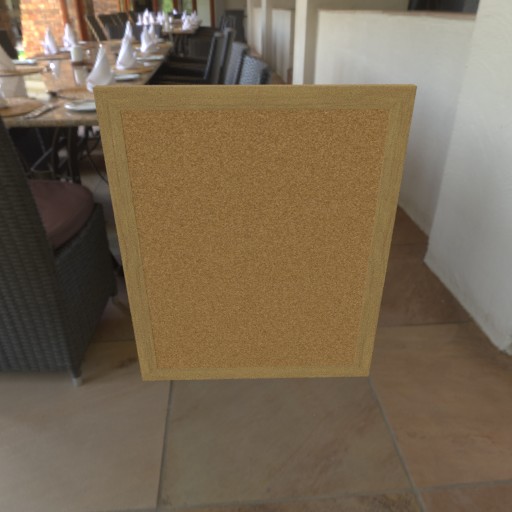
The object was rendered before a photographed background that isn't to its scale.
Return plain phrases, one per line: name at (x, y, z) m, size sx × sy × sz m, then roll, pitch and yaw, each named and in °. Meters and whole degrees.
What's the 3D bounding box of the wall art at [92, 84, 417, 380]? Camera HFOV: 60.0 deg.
wall art at (0.000, 0.000, 0.774) m, size 0.460 × 0.561 × 0.020 m, roll -1°, pitch 29°, yaw -1°
